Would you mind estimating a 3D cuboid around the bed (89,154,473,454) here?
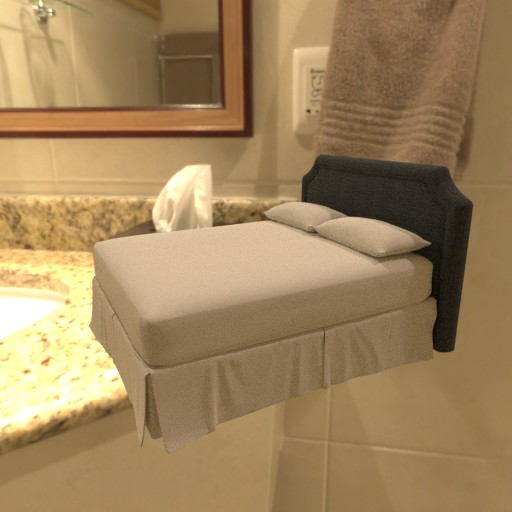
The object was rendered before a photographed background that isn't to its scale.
[{"bbox_3d":[0.000,0.000,3.205,2.208,1.297,1.828,-9,19,-27],"label":"bed"}]
